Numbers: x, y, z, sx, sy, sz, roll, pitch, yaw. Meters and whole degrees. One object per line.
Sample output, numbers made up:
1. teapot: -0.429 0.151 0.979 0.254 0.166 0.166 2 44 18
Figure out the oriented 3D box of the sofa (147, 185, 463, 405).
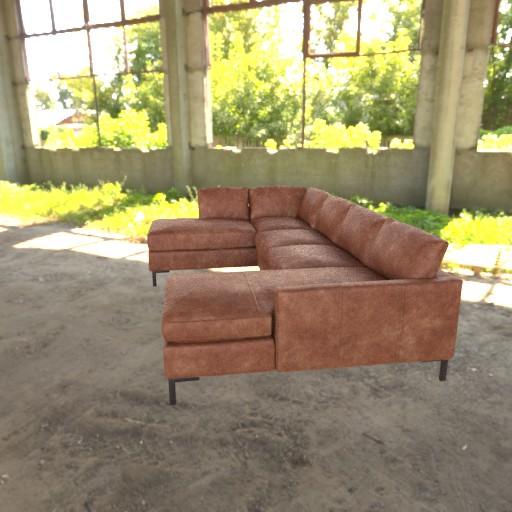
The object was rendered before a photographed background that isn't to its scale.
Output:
1. sofa: 0.000 0.000 3.815 1.939 0.900 2.956 -2 15 -9
